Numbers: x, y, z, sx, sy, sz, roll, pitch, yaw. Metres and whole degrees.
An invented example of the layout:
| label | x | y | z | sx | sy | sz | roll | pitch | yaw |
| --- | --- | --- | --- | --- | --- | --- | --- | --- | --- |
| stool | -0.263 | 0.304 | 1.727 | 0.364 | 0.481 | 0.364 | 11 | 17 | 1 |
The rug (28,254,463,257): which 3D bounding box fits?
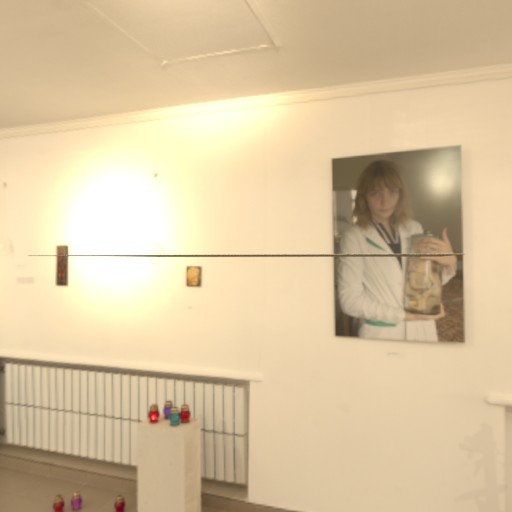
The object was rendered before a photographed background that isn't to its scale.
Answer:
| label | x | y | z | sx | sy | sz | roll | pitch | yaw |
| --- | --- | --- | --- | --- | --- | --- | --- | --- | --- |
| rug | 0.000 | 0.000 | 3.042 | 2.439 | 0.005 | 1.524 | 0 | 0 | 19 |
